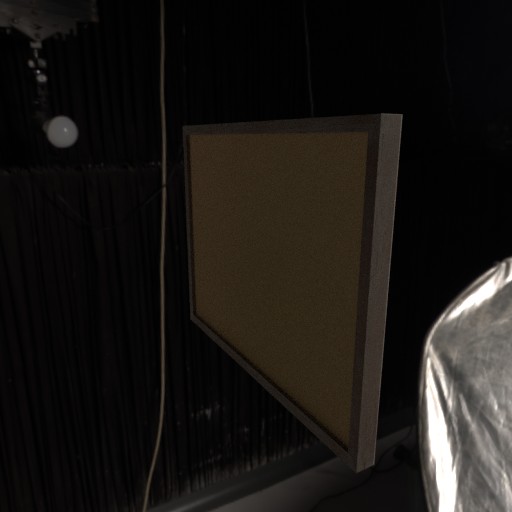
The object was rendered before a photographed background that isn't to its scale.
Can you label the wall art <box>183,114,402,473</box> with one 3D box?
[{"bbox_3d":[0.000,0.000,1.746,0.070,1.009,1.320,-8,17,-28],"label":"wall art"}]
